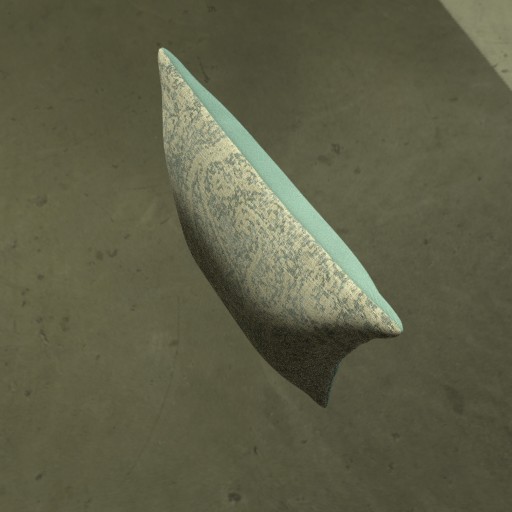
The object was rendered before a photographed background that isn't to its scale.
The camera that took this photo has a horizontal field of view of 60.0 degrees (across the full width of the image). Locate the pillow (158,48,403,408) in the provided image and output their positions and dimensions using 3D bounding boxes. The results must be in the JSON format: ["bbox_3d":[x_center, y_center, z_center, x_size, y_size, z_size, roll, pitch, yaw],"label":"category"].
[{"bbox_3d":[0.000,0.000,0.780,0.166,0.507,0.526,-31,67,-15],"label":"pillow"}]
